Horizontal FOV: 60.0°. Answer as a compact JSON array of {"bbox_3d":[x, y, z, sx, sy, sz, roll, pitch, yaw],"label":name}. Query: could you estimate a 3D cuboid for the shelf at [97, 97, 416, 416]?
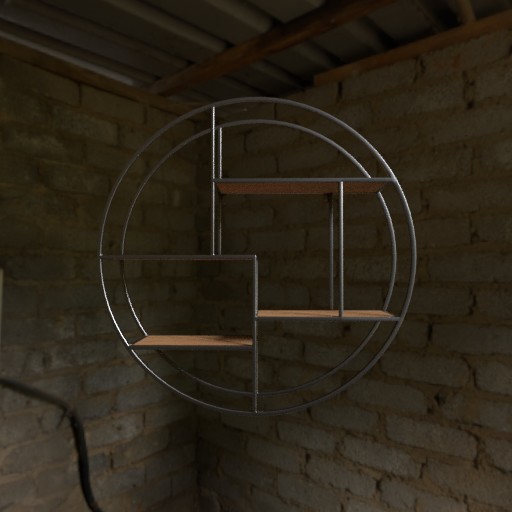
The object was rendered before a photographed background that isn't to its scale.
[{"bbox_3d":[0.000,0.000,1.330,0.888,0.888,0.202,0,-2,1],"label":"shelf"}]
